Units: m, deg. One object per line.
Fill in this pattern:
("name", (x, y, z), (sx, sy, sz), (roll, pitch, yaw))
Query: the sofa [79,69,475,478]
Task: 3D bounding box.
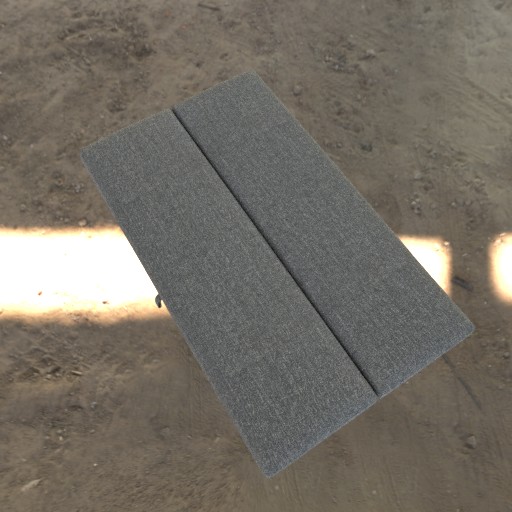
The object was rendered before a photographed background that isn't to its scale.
("sofa", (0.000, 0.000, 1.566), (0.782, 0.417, 1.198), (-30, 69, -13))
